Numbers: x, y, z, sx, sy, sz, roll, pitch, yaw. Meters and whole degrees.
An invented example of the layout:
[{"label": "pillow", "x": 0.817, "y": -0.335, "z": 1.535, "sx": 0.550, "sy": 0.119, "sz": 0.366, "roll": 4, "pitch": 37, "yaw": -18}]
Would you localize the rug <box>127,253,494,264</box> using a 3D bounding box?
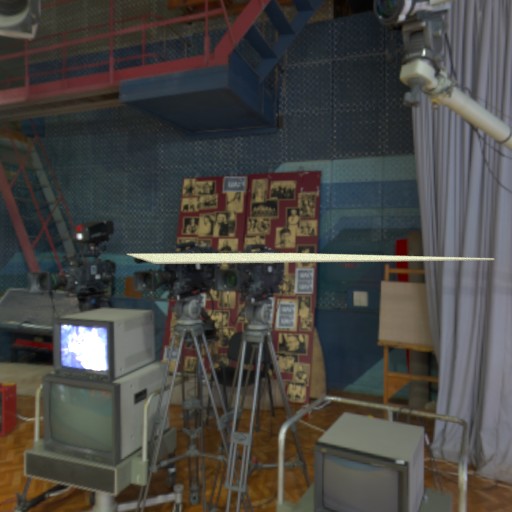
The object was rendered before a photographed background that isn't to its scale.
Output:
[{"label": "rug", "x": 0.000, "y": 0.000, "z": 2.159, "sx": 1.143, "sy": 0.006, "sz": 1.747, "roll": 0, "pitch": 1, "yaw": -19}]
